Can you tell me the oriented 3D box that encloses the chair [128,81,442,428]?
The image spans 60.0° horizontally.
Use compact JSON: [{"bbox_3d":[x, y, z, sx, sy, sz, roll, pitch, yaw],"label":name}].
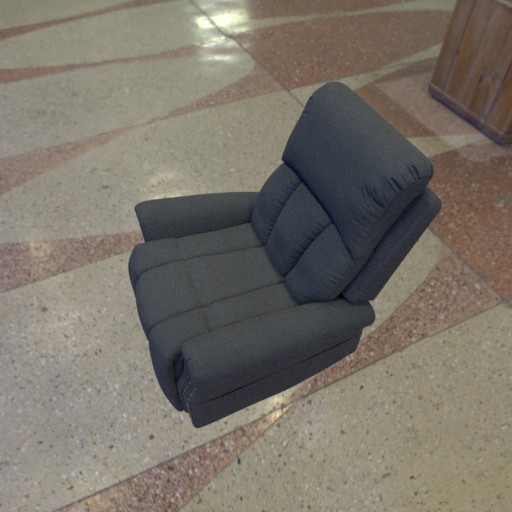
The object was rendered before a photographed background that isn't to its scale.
[{"bbox_3d":[0.000,0.000,1.726,0.979,1.031,0.871,-17,50,-15],"label":"chair"}]
